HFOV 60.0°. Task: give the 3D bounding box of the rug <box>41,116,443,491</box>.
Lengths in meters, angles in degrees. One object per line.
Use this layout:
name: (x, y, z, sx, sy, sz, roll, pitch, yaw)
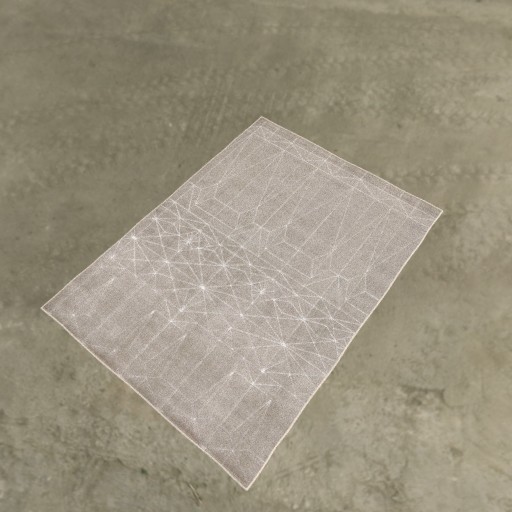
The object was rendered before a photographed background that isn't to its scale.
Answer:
rug: (0.000, 0.000, 4.399, 2.449, 0.019, 3.357, 33, 63, 19)
